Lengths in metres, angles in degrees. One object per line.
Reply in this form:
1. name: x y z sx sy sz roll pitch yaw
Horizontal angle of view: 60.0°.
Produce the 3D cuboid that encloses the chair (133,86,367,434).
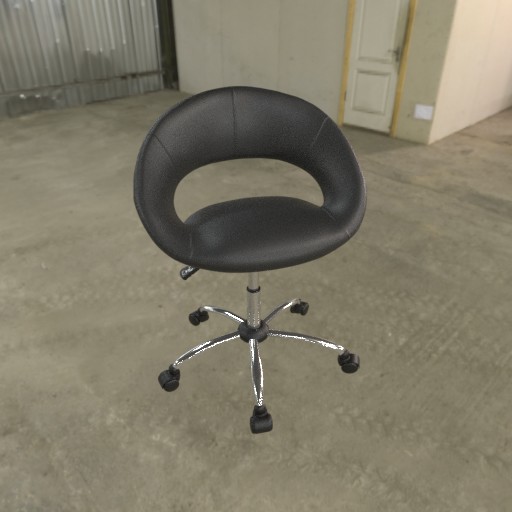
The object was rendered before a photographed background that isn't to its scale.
1. chair: 0.000 0.000 1.199 0.612 0.791 0.538 -9 33 -14
